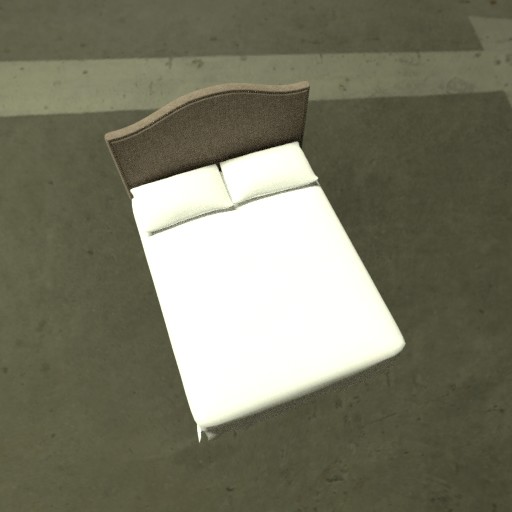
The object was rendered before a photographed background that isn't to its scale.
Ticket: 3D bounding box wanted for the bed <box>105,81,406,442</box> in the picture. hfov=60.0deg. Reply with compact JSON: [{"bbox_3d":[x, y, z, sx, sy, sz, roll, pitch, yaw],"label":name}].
[{"bbox_3d":[0.000,0.000,3.426,1.713,1.518,2.153,-18,63,-10],"label":"bed"}]
